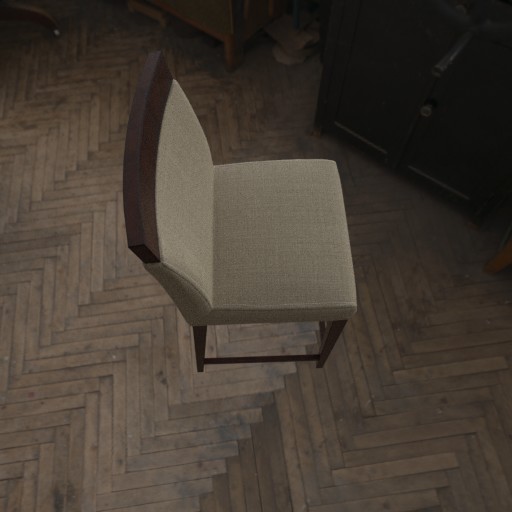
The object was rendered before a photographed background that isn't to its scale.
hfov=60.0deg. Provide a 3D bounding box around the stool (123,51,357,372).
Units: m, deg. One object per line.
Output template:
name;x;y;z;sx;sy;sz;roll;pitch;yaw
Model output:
stool;0.000;0.000;1.260;0.480;1.011;0.463;-2;64;-1
